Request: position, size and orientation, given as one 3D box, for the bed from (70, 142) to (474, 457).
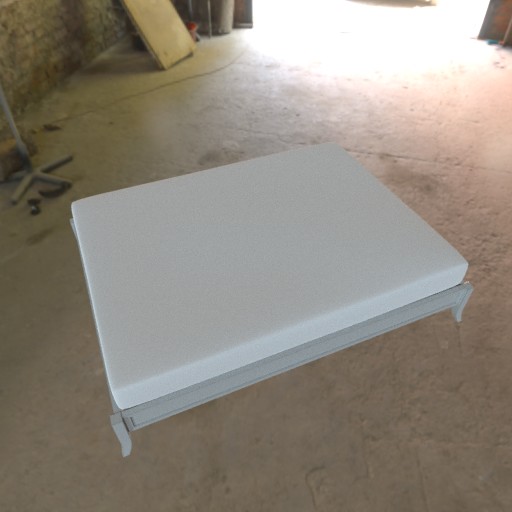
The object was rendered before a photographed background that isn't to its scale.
[{"bbox_3d":[0.000,0.000,2.821,2.108,0.510,1.604,-17,47,-16],"label":"bed"}]
